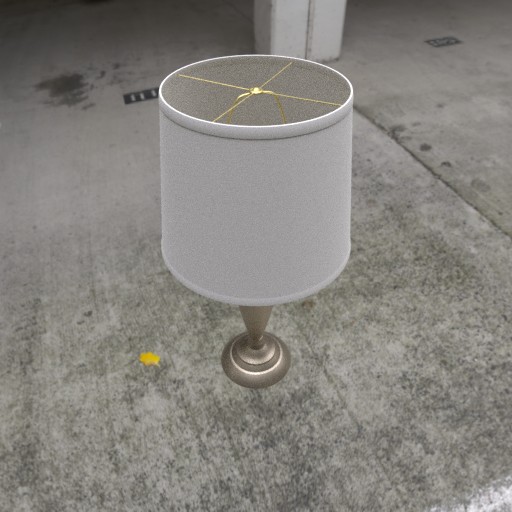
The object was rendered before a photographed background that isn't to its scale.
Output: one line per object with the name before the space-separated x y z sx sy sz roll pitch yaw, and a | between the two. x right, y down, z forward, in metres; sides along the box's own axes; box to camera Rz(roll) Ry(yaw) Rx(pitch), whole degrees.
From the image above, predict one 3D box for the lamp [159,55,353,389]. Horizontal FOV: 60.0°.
lamp | 0.000 0.000 0.808 0.328 0.619 0.328 0 41 0
